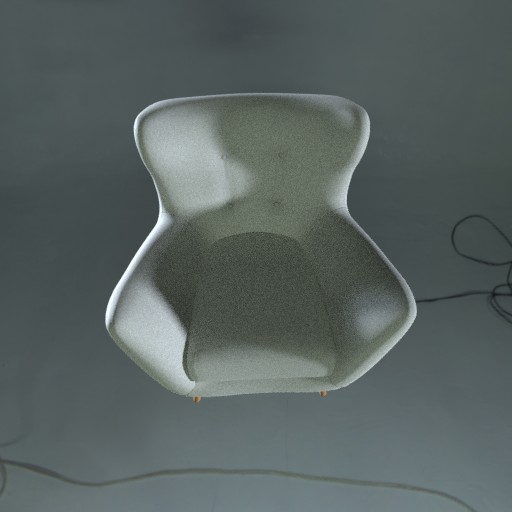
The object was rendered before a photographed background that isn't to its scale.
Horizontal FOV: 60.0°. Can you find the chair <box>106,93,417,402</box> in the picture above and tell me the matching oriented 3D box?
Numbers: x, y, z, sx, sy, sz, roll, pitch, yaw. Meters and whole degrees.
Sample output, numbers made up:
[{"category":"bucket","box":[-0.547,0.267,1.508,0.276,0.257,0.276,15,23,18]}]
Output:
[{"category":"chair","box":[0.000,0.000,1.627,0.890,0.889,0.889,-2,47,-2]}]
